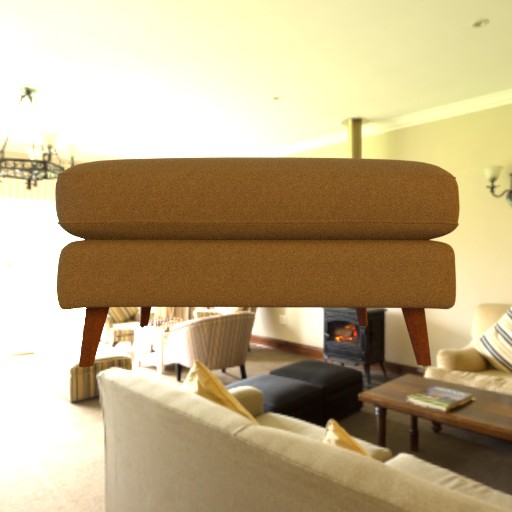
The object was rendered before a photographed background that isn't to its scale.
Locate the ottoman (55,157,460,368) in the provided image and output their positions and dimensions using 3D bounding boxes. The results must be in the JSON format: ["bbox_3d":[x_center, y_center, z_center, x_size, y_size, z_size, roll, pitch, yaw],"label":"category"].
[{"bbox_3d":[0.000,0.000,1.137,0.811,0.449,0.608,0,0,-1],"label":"ottoman"}]
